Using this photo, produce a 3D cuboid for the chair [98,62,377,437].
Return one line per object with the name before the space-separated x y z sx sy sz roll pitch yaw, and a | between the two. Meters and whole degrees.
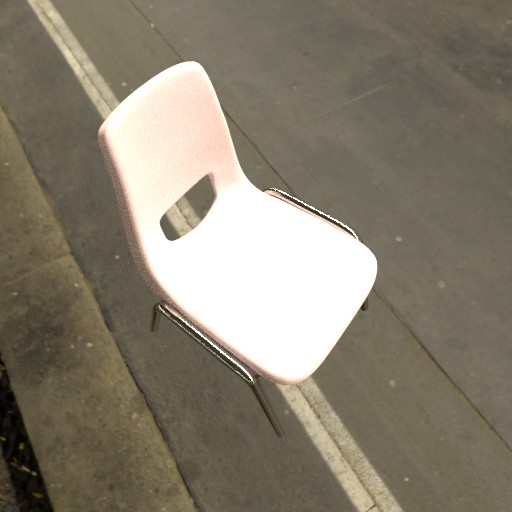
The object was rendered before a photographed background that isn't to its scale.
chair | 0.000 0.000 0.773 0.385 0.537 0.354 32 64 18
